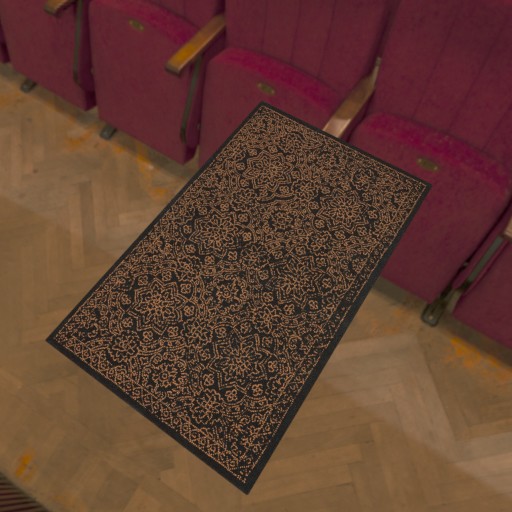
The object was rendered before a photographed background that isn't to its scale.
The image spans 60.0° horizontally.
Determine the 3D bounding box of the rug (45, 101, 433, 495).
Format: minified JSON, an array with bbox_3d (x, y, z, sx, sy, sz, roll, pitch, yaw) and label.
[{"bbox_3d":[0.000,0.000,3.021,1.526,0.015,2.441,31,67,14],"label":"rug"}]
